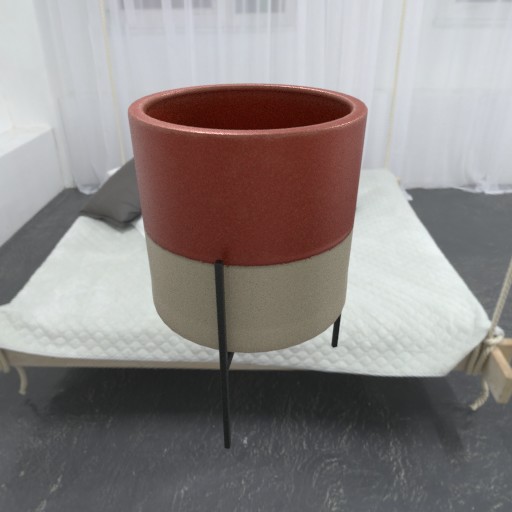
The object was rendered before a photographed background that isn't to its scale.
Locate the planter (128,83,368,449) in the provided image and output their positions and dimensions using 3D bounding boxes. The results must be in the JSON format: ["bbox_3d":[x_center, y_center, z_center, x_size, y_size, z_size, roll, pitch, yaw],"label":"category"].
[{"bbox_3d":[0.000,0.000,0.530,0.251,0.354,0.235,-9,32,-16],"label":"planter"}]
